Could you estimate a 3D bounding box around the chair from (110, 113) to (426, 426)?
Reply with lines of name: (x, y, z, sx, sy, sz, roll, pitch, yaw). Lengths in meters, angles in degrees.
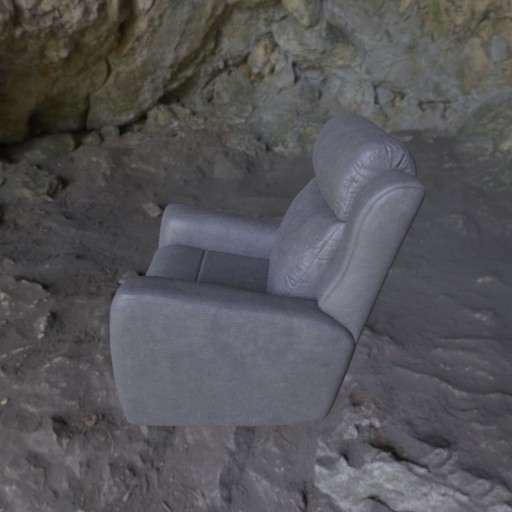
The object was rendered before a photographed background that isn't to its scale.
chair: (0.000, 0.000, 1.920, 1.068, 1.116, 0.967, 0, 26, 1)
